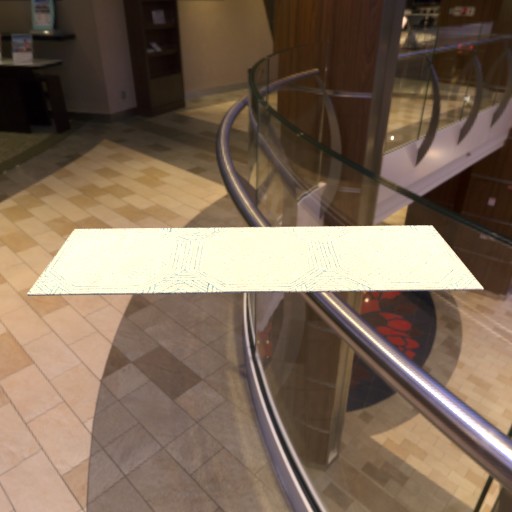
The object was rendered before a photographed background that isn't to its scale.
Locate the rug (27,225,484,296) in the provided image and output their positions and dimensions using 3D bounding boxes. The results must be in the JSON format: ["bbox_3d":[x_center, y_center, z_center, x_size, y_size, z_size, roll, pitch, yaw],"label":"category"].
[{"bbox_3d":[0.000,0.000,2.708,2.452,0.012,0.775,-1,30,-1],"label":"rug"}]
